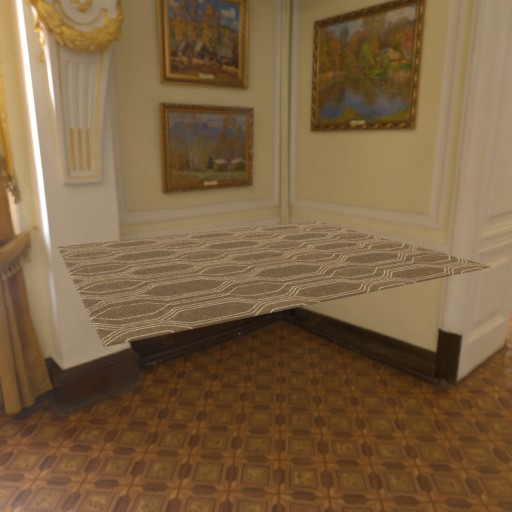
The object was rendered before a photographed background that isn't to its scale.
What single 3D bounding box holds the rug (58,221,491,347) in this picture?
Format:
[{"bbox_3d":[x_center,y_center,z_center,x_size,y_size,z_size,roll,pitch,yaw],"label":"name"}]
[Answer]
[{"bbox_3d":[0.000,0.000,3.969,3.062,0.012,2.457,-8,16,-27],"label":"rug"}]
